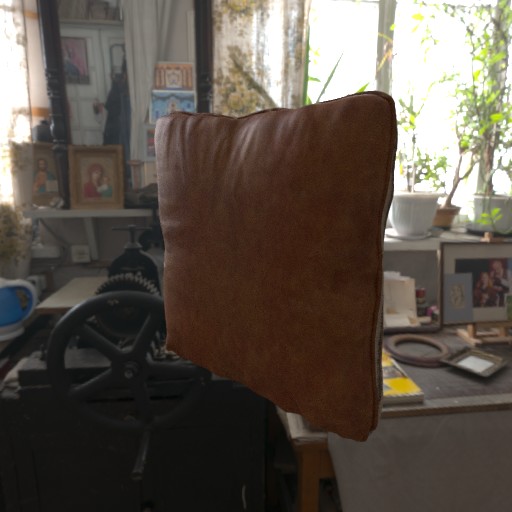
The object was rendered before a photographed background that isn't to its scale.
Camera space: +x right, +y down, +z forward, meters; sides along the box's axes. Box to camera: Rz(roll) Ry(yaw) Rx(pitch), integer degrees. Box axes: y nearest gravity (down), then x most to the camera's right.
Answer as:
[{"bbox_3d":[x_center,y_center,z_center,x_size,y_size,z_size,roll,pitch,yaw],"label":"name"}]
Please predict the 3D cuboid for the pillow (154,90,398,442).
[{"bbox_3d":[0.000,0.000,0.747,0.489,0.490,0.130,12,18,43],"label":"pillow"}]
